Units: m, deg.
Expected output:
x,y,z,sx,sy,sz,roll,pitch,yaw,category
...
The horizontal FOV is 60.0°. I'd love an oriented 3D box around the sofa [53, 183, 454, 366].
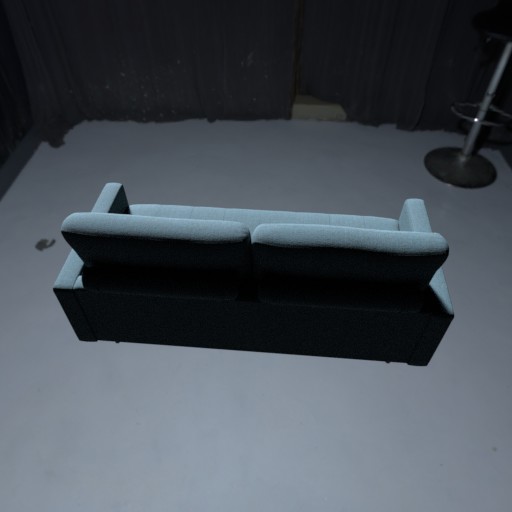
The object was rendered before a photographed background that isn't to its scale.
x,y,z,sx,sy,sz,roll,pitch,yaw,category
0.000,0.000,2.590,2.010,1.050,0.966,4,47,3,sofa
